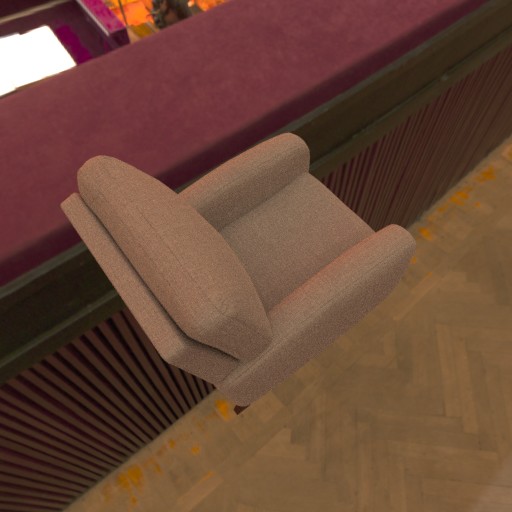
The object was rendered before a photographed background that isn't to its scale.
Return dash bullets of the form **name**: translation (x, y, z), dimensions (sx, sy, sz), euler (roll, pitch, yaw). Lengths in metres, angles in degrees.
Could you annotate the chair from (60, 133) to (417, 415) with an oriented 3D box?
- **chair**: translation (0.000, 0.000, 1.659), dimensions (0.990, 0.990, 0.762), euler (-33, 64, -19)
